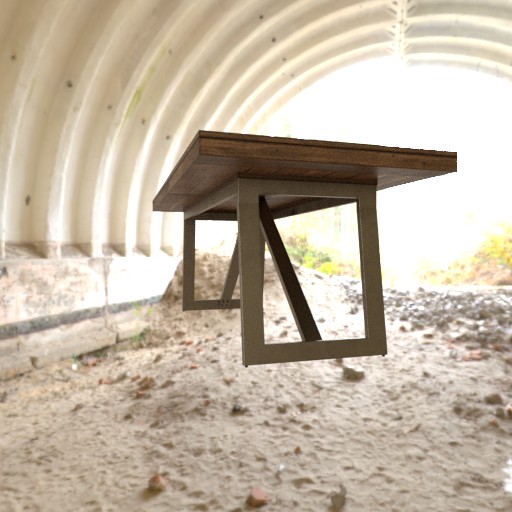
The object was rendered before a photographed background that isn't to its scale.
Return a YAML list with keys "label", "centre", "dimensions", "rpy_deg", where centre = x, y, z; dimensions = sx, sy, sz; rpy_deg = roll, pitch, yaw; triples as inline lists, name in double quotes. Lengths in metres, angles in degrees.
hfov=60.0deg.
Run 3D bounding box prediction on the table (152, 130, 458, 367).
- label: "table"
  centre: [0.000, 0.000, 2.338]
  dimensions: [0.931, 0.757, 1.867]
  rpy_deg: [0, 0, -17]
